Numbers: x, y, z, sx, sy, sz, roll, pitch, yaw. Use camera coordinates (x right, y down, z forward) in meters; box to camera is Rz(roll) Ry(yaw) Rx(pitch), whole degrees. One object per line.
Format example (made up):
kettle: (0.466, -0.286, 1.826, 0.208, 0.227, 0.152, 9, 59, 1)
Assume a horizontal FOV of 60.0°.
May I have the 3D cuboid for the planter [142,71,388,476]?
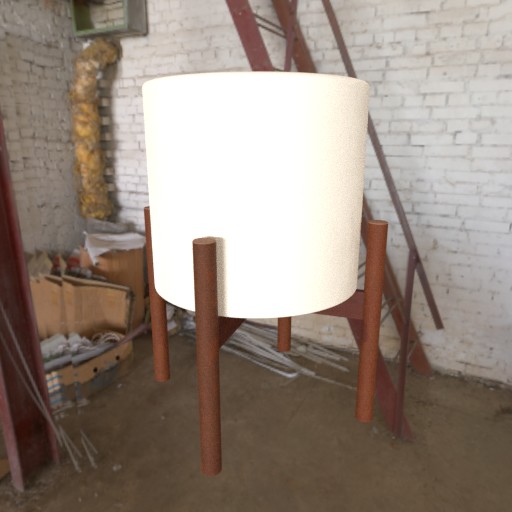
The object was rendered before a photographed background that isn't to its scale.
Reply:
planter: (0.000, 0.000, 0.496, 0.224, 0.358, 0.224, -7, 17, -25)
